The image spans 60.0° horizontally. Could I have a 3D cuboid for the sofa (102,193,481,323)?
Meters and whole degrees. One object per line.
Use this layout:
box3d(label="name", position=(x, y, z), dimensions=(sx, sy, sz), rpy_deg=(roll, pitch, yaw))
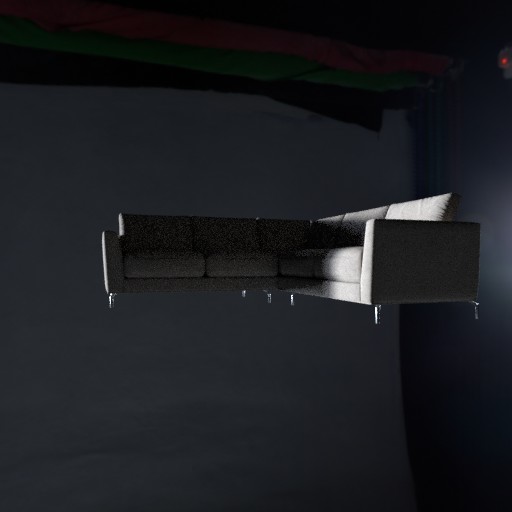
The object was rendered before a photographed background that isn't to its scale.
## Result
box3d(label="sofa", position=(0.000, 0.000, 3.704), dimensions=(2.438, 0.864, 2.438), rpy_deg=(0, -1, -19))
